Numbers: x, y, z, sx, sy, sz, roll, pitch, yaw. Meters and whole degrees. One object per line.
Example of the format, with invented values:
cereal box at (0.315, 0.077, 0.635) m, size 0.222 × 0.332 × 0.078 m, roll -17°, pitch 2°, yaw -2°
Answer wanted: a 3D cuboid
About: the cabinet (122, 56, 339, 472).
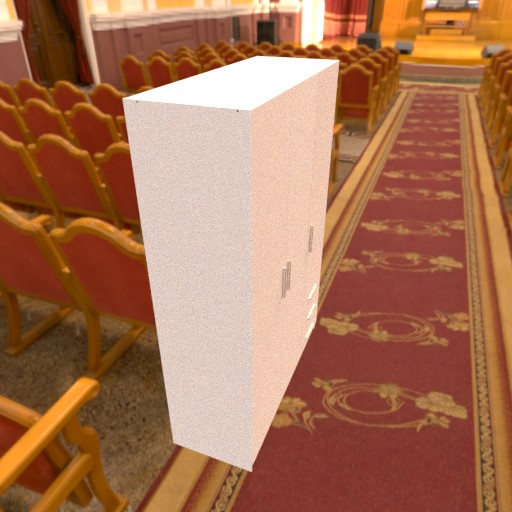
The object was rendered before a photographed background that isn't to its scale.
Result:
cabinet at (0.000, 0.000, 2.501) m, size 0.510 × 1.910 × 1.290 m, roll 12°, pitch 33°, yaw 19°
